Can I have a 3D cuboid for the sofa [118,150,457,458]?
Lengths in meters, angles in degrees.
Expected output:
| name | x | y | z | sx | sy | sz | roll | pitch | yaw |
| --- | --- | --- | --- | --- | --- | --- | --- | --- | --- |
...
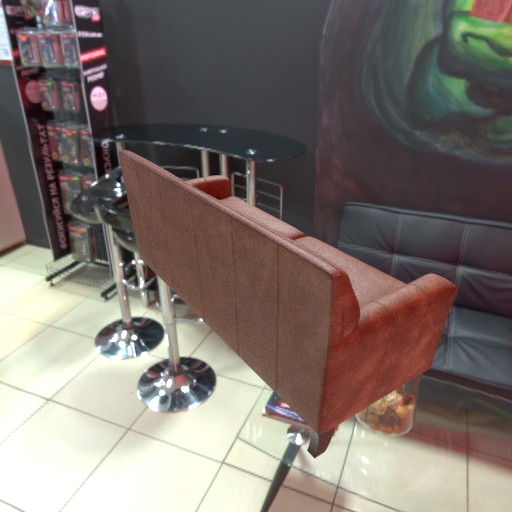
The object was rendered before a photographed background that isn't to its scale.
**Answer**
| name | x | y | z | sx | sy | sz | roll | pitch | yaw |
| --- | --- | --- | --- | --- | --- | --- | --- | --- | --- |
| sofa | 0.000 | 0.000 | 2.570 | 0.805 | 0.947 | 2.053 | -17 | 32 | -30 |
